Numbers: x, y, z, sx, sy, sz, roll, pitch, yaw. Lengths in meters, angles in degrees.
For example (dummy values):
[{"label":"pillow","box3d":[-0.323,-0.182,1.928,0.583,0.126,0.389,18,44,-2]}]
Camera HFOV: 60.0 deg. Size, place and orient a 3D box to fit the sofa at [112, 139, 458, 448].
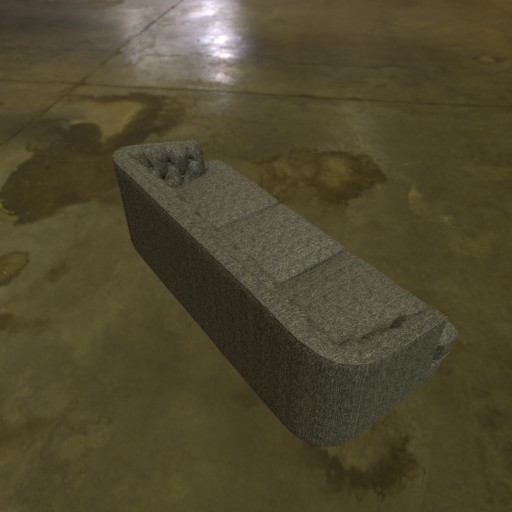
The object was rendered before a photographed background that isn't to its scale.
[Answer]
[{"label":"sofa","box3d":[0.000,0.000,2.744,0.941,0.855,2.278,-26,47,-27]}]
